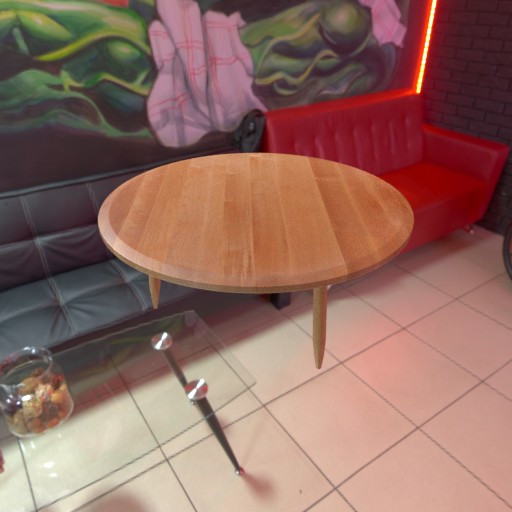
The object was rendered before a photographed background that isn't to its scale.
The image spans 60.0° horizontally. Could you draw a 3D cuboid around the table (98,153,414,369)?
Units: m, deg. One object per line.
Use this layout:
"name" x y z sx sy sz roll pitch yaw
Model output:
"table" 0.000 0.000 1.418 0.900 0.400 0.900 0 31 0
